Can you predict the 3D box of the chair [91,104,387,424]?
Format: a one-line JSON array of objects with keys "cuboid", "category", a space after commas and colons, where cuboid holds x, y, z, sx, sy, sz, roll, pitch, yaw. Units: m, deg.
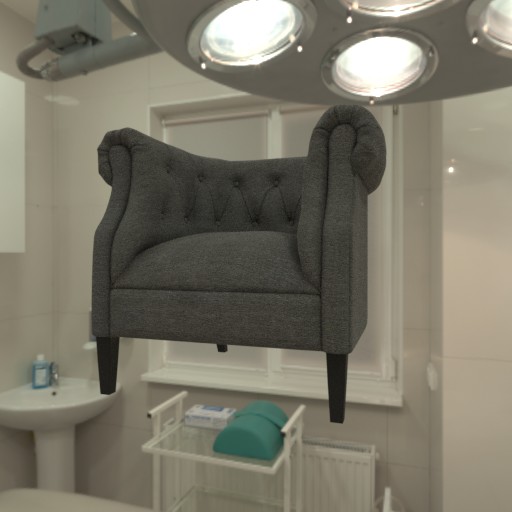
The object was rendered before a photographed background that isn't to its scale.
[{"cuboid": [0.000, 0.000, 1.578, 0.905, 0.827, 0.852, 0, 0, 19], "category": "chair"}]
